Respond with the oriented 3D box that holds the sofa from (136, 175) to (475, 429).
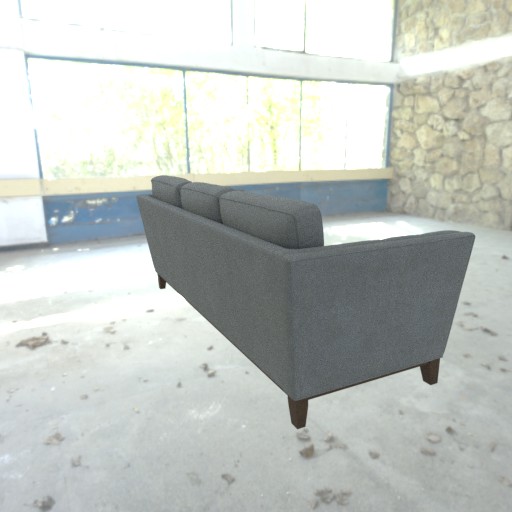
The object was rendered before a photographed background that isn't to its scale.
[{"bbox_3d":[0.000,0.000,2.836,0.965,0.940,2.387,-7,15,-26],"label":"sofa"}]
